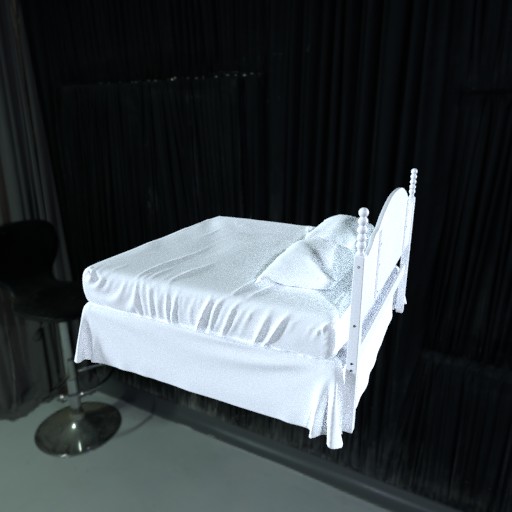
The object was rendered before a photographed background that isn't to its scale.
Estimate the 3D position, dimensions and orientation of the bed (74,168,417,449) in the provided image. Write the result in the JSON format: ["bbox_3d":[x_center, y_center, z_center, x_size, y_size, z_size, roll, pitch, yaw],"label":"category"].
[{"bbox_3d":[0.000,0.000,3.696,2.219,1.355,2.322,9,20,25],"label":"bed"}]
